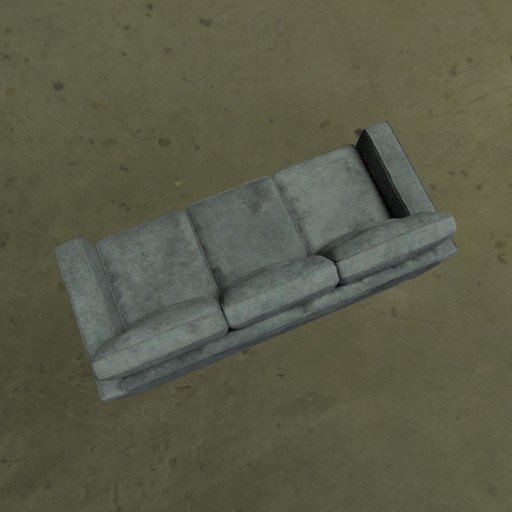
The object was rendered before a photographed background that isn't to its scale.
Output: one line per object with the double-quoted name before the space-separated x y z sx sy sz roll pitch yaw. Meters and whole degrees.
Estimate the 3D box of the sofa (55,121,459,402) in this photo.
"sofa" 0.000 0.000 2.671 2.133 0.965 0.939 -22 77 -6
